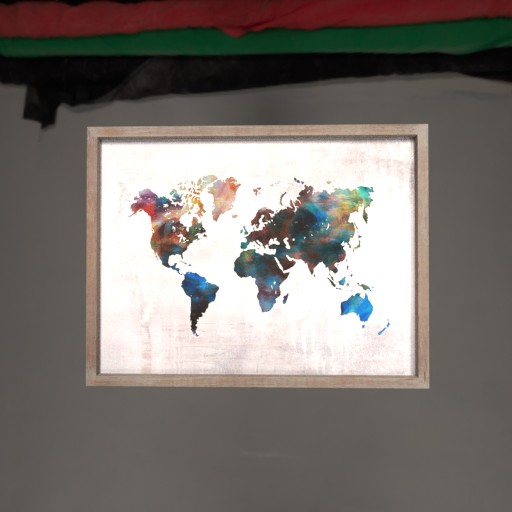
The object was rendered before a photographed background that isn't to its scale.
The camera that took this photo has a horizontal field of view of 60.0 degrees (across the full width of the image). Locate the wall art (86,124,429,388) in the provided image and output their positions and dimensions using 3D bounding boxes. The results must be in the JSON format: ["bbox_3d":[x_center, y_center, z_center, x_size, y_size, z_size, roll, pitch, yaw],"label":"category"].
[{"bbox_3d":[0.000,0.000,1.743,1.320,1.009,0.070,0,-1,2],"label":"wall art"}]
